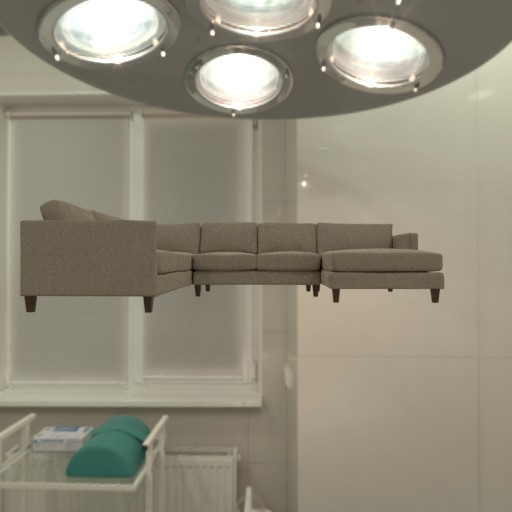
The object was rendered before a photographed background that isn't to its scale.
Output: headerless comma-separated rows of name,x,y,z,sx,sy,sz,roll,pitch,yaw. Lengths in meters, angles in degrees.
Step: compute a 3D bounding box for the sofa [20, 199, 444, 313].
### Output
sofa,0.000,0.000,4.426,3.438,0.865,2.424,0,-1,1
